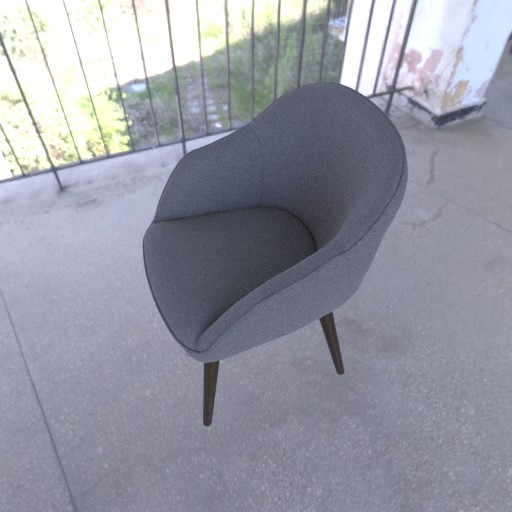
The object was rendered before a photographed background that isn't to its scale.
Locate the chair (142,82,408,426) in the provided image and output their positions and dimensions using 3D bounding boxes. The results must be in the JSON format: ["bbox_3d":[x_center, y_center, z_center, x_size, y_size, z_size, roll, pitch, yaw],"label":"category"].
[{"bbox_3d":[0.000,0.000,1.256,0.611,0.810,0.589,-16,49,-15],"label":"chair"}]
